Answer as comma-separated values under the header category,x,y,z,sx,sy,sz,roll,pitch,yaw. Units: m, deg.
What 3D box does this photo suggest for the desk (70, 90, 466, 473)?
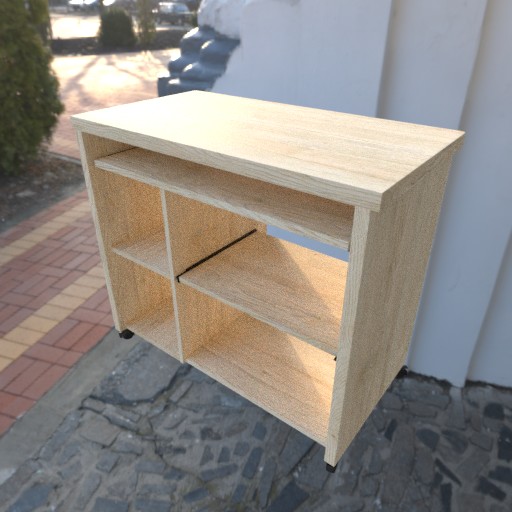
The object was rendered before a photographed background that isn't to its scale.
category,x,y,z,sx,sy,sz,roll,pitch,yaw
desk,0.000,0.000,1.304,0.885,0.770,0.480,21,36,32
